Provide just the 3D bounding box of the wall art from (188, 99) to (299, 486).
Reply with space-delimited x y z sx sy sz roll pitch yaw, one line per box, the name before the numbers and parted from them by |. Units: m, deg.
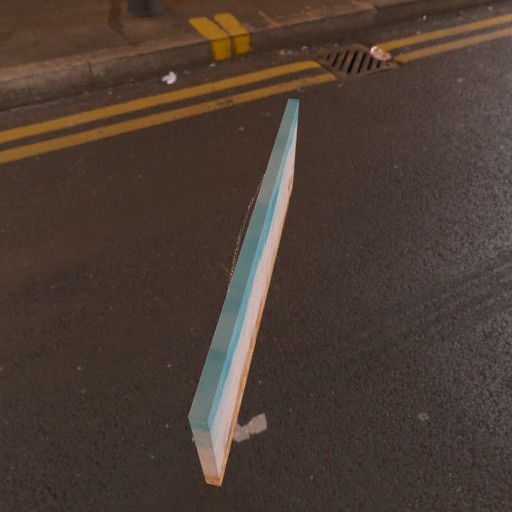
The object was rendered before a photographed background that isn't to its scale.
wall art | 0.000 0.000 0.852 0.044 0.254 0.759 9 48 8
